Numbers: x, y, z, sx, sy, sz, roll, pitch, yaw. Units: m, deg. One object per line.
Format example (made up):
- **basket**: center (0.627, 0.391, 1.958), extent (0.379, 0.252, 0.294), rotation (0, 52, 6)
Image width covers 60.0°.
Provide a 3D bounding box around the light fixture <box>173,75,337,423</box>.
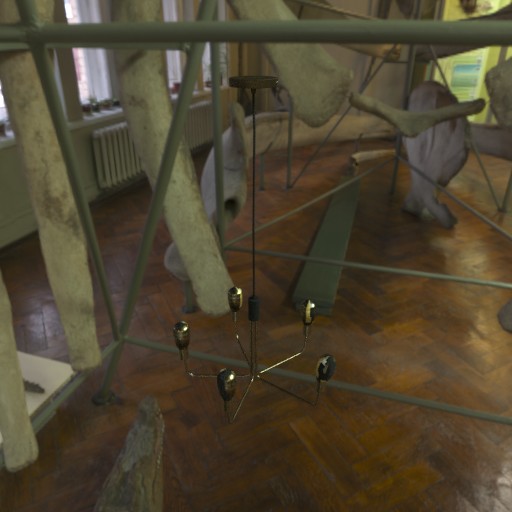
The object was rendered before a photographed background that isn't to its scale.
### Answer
- **light fixture**: center (0.000, 0.000, 1.421), extent (0.588, 1.059, 0.532), rotation (9, 28, 16)
